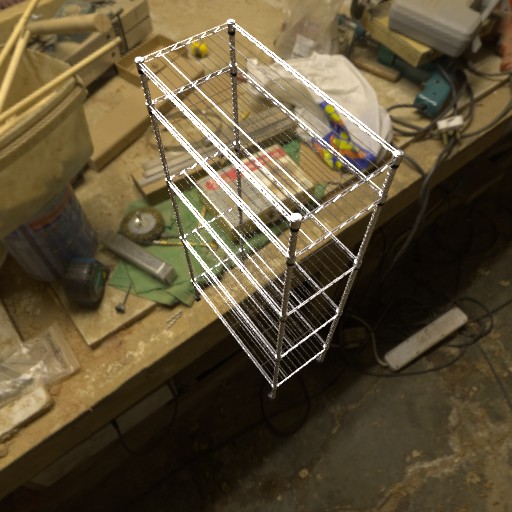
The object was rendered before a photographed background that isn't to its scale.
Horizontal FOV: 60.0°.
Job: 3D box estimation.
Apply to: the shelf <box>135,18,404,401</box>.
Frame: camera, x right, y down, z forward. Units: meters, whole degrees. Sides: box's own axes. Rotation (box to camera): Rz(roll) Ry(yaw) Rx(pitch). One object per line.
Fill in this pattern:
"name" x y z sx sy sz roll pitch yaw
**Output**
"shelf" 0.000 0.000 1.865 0.356 1.587 0.762 -32 63 -19
